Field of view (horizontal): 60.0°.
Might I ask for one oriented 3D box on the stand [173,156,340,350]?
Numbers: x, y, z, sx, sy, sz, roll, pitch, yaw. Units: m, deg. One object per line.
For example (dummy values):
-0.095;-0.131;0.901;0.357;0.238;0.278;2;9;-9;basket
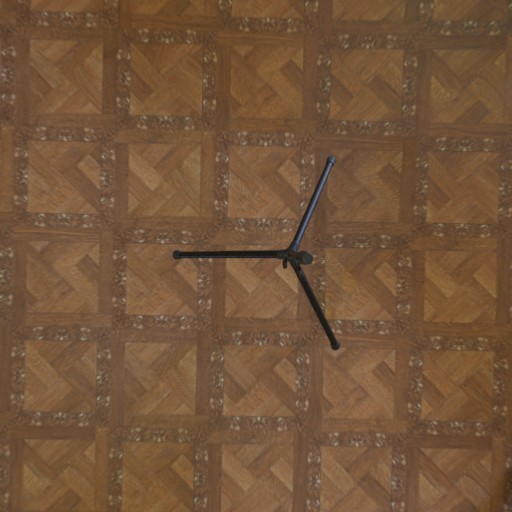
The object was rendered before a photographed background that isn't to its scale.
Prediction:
0.000;0.000;1.856;0.907;1.136;1.045;0;91;0;stand
